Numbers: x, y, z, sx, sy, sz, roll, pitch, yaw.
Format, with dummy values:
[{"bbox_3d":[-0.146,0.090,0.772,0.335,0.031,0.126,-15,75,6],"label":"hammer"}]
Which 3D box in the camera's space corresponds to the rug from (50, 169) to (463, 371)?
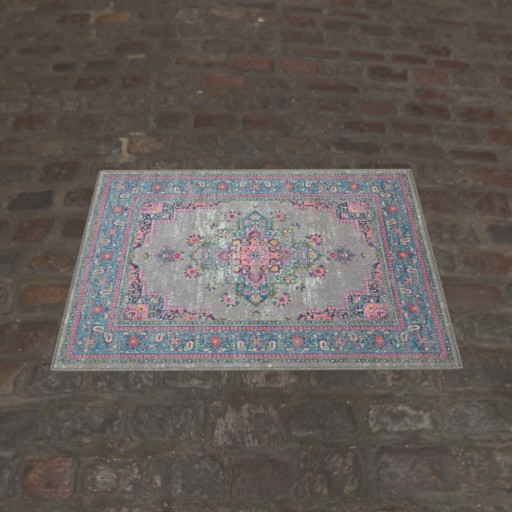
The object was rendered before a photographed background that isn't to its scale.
[{"bbox_3d":[0.000,0.000,2.176,1.748,0.014,1.144,0,58,0],"label":"rug"}]
